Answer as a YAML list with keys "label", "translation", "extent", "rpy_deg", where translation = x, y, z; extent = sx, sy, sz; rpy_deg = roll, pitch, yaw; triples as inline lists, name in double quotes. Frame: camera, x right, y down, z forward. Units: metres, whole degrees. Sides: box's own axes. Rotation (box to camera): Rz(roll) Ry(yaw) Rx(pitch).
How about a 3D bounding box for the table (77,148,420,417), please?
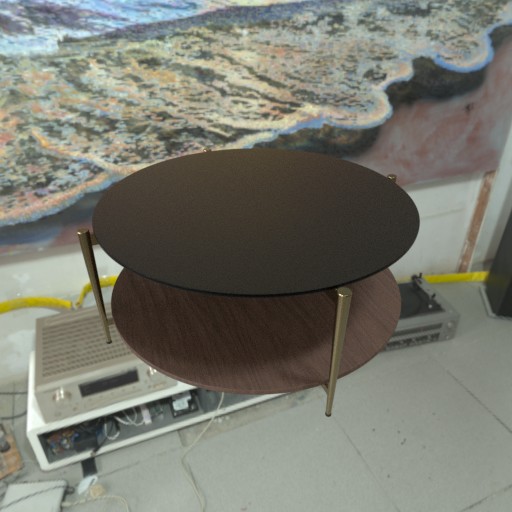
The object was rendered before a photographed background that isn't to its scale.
- label: "table"
  translation: [0.000, 0.000, 1.434]
  extent: [0.938, 0.400, 0.938]
  rpy_deg: [22, 39, 31]
